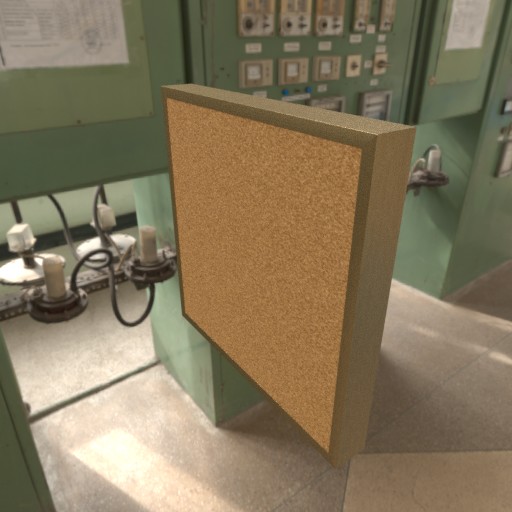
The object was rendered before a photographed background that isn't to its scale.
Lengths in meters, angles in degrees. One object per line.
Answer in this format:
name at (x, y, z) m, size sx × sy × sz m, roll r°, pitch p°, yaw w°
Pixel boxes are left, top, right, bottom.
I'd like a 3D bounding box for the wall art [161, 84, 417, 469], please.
wall art at (0.000, 0.000, 0.458) m, size 0.038 × 0.305 × 0.304 m, roll -18°, pitch 33°, yaw -31°
